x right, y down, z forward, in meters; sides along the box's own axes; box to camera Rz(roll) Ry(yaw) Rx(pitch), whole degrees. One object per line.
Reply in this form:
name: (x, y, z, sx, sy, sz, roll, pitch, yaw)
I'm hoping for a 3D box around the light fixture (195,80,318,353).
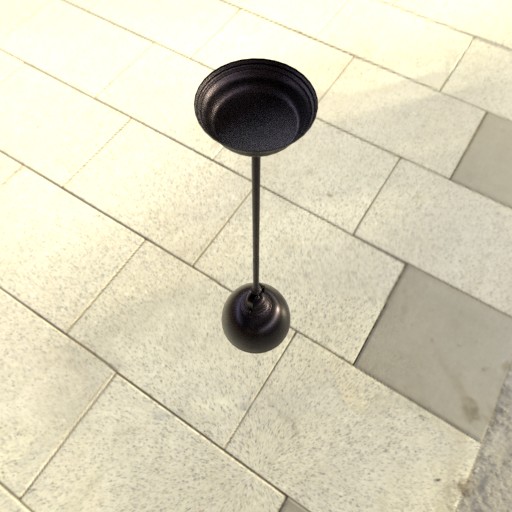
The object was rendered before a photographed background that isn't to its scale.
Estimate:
light fixture: (0.000, 0.000, 0.830, 0.182, 0.768, 0.182, 28, 67, 13)
